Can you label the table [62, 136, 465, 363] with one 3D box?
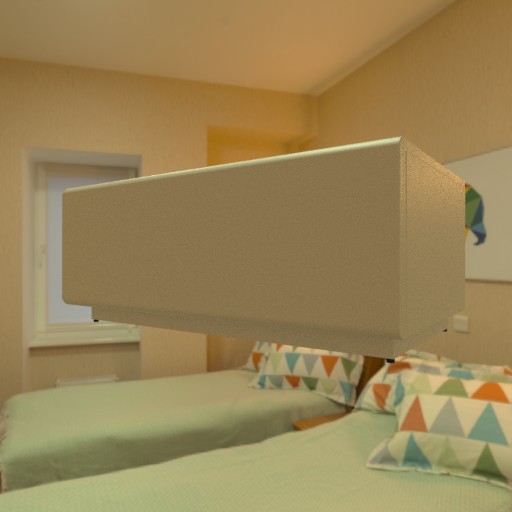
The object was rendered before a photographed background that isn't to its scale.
[{"bbox_3d":[0.000,0.000,1.386,1.097,0.442,0.639,0,0,35],"label":"table"}]
